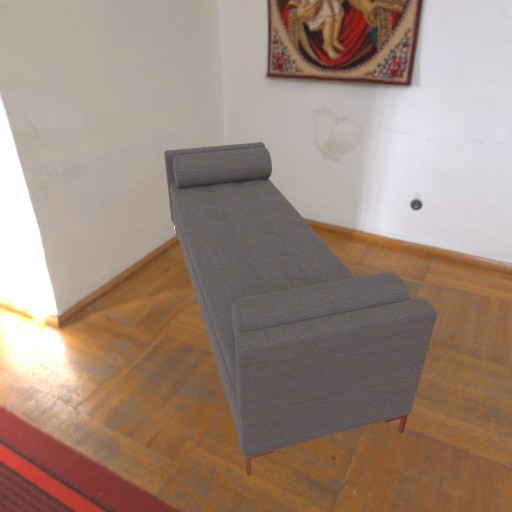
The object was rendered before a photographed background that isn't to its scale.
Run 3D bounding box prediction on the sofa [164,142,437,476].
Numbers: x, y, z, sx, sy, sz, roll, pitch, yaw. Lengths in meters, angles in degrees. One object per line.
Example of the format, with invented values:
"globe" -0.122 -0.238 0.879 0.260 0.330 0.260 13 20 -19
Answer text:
"sofa" 0.000 0.000 2.348 0.686 0.635 1.981 -9 32 -14
